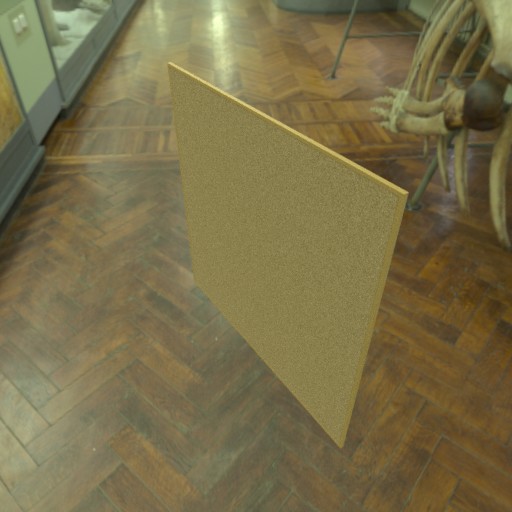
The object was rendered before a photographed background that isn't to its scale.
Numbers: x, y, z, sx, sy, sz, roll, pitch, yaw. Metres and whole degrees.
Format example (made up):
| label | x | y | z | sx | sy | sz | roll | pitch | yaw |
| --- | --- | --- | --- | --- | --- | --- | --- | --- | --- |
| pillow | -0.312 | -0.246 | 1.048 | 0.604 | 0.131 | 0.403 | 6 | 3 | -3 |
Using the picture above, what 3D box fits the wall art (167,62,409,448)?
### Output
| label | x | y | z | sx | sy | sz | roll | pitch | yaw |
| --- | --- | --- | --- | --- | --- | --- | --- | --- | --- |
| wall art | 0.000 | 0.000 | 1.426 | 0.013 | 0.959 | 0.962 | -24 | 46 | -26 |
